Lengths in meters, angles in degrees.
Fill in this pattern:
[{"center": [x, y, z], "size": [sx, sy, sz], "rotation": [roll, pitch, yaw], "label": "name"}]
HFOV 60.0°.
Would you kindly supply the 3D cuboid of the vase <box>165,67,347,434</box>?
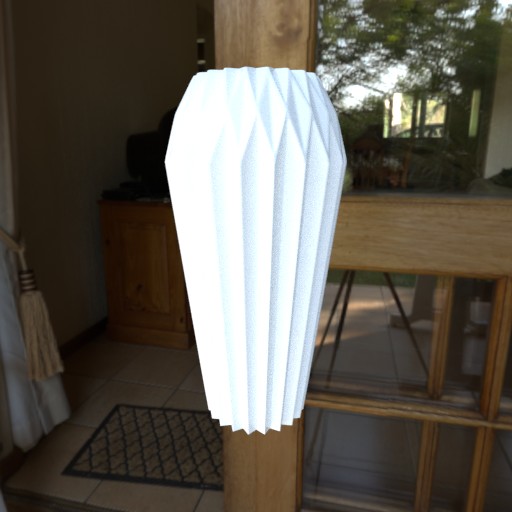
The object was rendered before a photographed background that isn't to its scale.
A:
[{"center": [0.000, 0.000, 0.348], "size": [0.133, 0.263, 0.133], "rotation": [0, 14, 0], "label": "vase"}]
